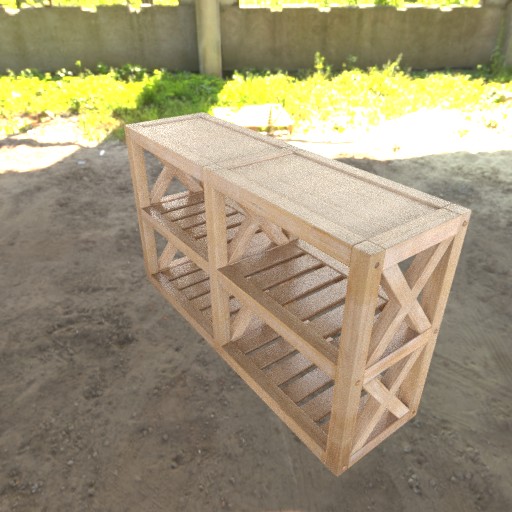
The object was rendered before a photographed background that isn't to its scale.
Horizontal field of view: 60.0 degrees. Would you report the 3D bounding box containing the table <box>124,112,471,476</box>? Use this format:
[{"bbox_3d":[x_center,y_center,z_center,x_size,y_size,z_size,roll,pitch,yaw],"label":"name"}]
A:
[{"bbox_3d":[0.000,0.000,1.660,0.381,0.762,1.320,-21,37,-31],"label":"table"}]
